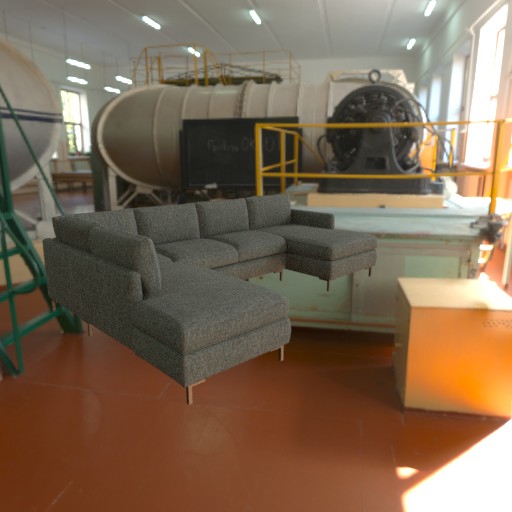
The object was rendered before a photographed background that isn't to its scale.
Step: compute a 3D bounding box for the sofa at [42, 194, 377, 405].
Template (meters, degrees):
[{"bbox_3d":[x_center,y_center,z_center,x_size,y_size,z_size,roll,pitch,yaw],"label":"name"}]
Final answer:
[{"bbox_3d":[0.000,0.000,3.612,2.737,0.756,1.879,-13,18,-42],"label":"sofa"}]
